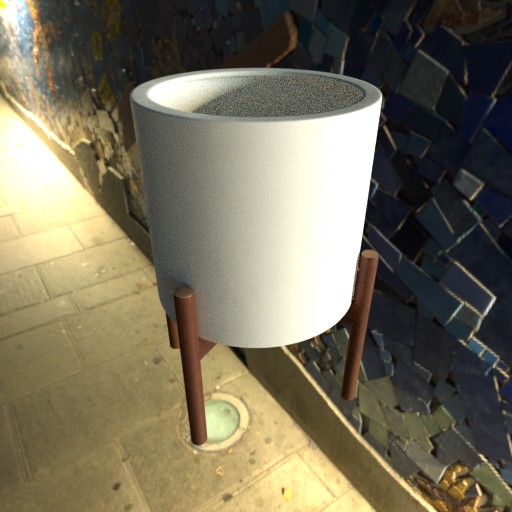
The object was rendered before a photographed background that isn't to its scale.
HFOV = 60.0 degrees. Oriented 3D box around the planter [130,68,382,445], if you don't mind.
[{"bbox_3d":[0.000,0.000,0.930,0.417,0.670,0.417,-10,33,-16],"label":"planter"}]
